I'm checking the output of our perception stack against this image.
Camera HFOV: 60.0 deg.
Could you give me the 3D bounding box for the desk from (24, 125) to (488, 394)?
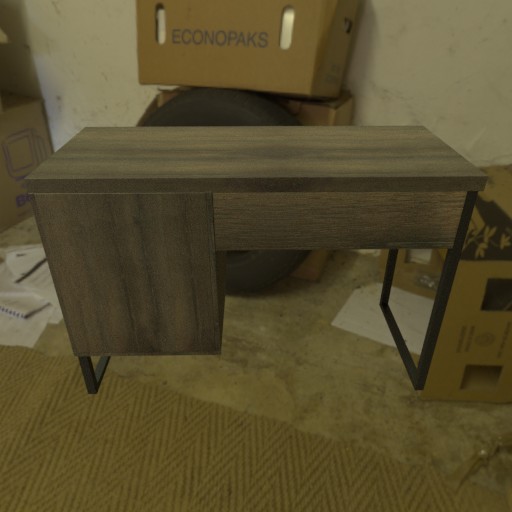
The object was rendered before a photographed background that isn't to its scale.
[{"bbox_3d":[0.000,0.000,1.493,1.134,0.752,0.511,0,31,-1],"label":"desk"}]
